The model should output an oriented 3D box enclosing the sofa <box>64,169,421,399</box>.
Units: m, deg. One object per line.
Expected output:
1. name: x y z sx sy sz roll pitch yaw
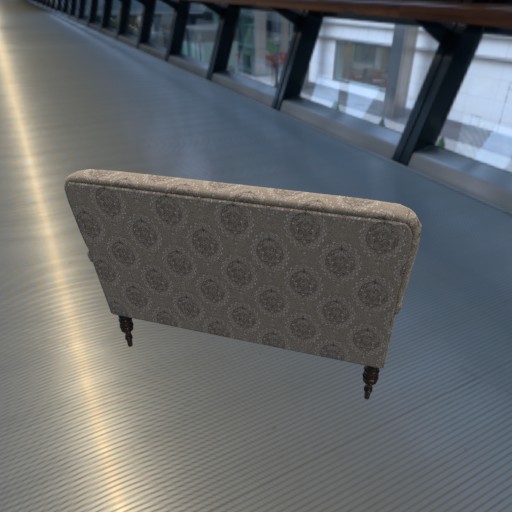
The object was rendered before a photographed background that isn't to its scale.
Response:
1. sofa: 0.000 0.000 1.904 1.297 0.889 0.779 9 32 14
